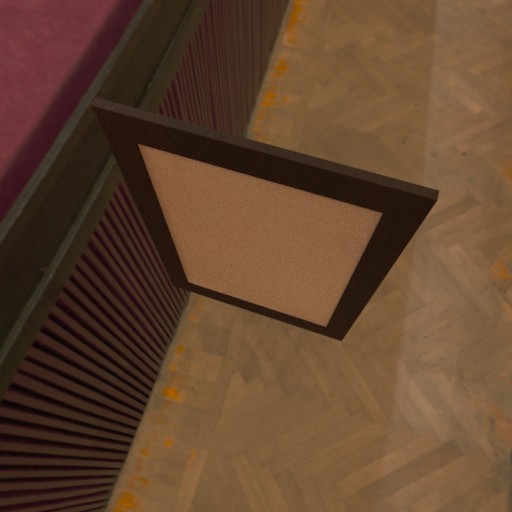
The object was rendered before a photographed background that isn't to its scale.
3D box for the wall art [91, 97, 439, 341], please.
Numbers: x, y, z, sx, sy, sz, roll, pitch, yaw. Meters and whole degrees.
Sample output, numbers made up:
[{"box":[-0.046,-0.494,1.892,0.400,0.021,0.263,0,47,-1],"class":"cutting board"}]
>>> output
[{"box":[0.000,0.000,0.666,0.359,0.508,0.013,17,66,8],"class":"wall art"}]
